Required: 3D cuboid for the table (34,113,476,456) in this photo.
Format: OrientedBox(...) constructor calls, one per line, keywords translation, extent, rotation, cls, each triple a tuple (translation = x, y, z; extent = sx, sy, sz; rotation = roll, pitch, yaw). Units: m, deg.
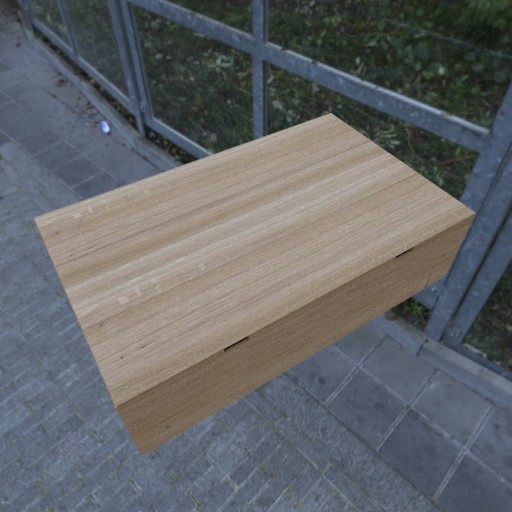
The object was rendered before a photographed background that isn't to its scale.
OrientedBox(translation=(0.000, 0.000, 1.430), extent=(1.110, 0.353, 0.678), rotation=(-25, 52, -21), cls="table")
